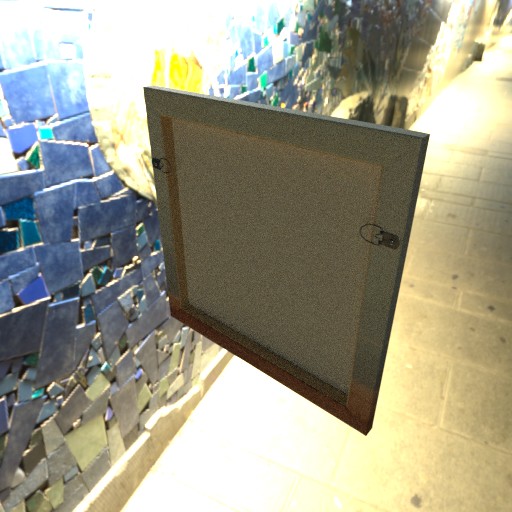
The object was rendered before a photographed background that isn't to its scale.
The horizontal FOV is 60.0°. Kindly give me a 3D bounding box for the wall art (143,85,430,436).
[{"bbox_3d":[0.000,0.000,0.921,0.605,0.605,0.034,23,37,34],"label":"wall art"}]
